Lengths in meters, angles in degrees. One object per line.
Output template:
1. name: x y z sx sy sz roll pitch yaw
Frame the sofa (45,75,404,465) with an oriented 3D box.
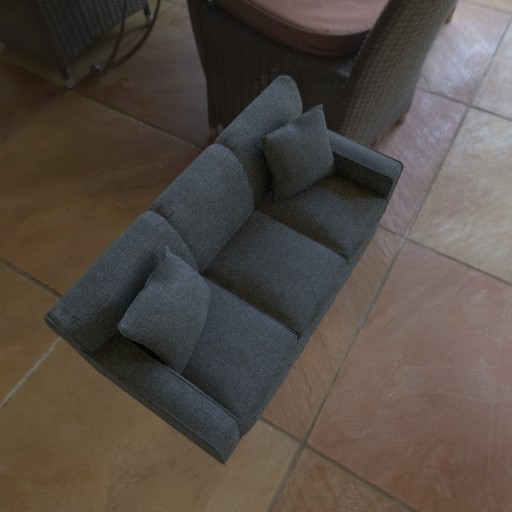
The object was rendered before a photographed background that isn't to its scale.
1. sofa: 0.000 0.000 2.622 0.997 0.958 2.024 29 63 17
